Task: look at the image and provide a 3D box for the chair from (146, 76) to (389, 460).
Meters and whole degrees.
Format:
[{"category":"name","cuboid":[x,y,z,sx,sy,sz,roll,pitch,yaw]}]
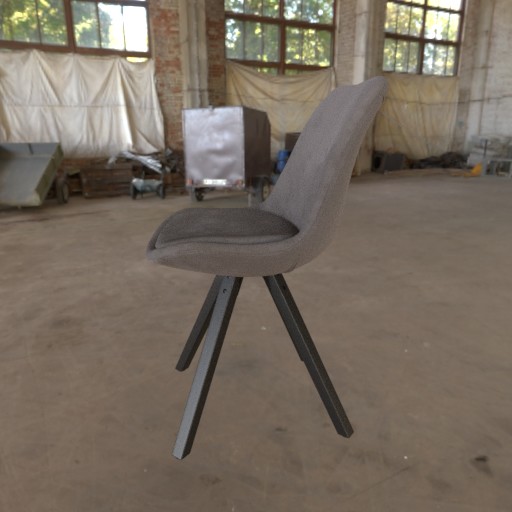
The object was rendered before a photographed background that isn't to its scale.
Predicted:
[{"category":"chair","cuboid":[0.000,0.000,1.145,0.550,0.850,0.476,-2,16,-9]}]
